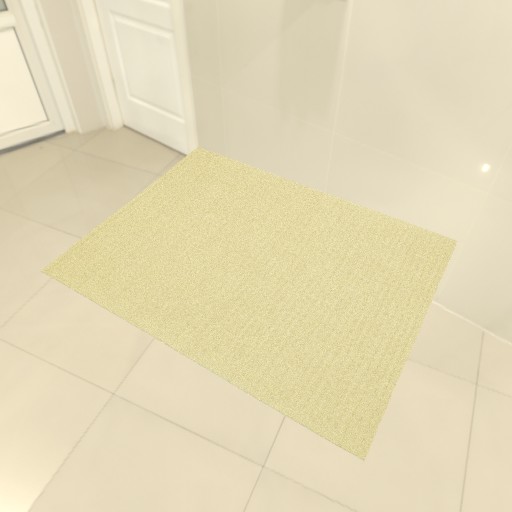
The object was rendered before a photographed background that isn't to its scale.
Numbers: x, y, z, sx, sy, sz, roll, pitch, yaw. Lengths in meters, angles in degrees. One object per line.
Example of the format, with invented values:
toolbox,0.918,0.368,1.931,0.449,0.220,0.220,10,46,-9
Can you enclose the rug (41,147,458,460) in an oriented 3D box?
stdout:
rug,0.000,0.000,4.243,3.204,0.016,2.452,24,51,21
